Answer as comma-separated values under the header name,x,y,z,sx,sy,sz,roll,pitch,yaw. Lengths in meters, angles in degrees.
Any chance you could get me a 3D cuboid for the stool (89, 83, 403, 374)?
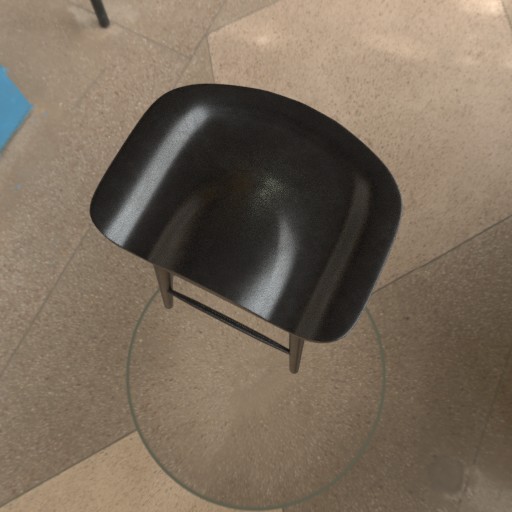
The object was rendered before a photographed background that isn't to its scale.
name,x,y,z,sx,sy,sz,roll,pitch,yaw
stool,0.000,0.000,0.973,0.440,0.749,0.361,26,77,6
